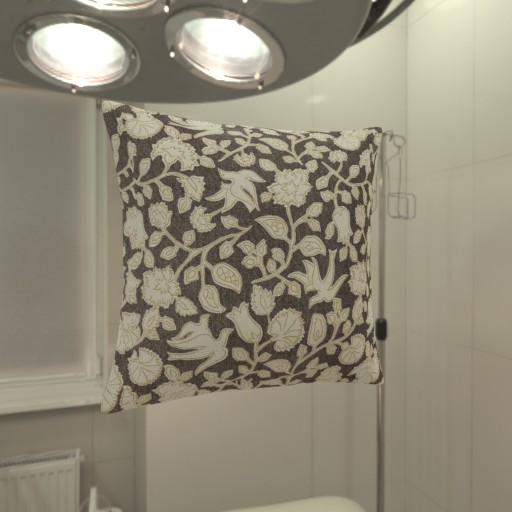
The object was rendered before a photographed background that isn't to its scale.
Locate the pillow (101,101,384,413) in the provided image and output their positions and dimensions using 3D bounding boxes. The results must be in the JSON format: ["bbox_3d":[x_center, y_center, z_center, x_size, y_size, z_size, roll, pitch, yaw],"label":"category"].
[{"bbox_3d":[0.000,0.000,0.795,0.526,0.507,0.166,0,1,-18],"label":"pillow"}]
